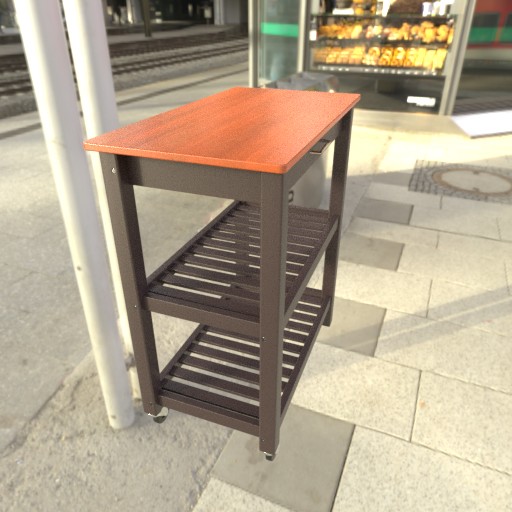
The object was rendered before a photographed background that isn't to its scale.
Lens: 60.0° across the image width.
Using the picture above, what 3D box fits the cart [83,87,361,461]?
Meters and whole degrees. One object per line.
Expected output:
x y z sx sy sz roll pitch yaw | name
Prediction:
0.000 0.000 1.462 0.457 0.927 0.899 11 31 18 | cart
